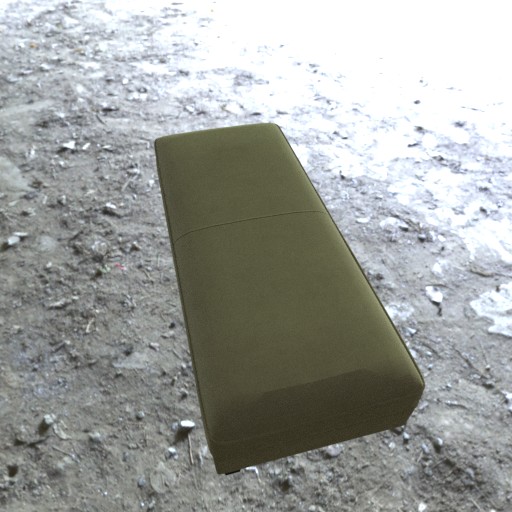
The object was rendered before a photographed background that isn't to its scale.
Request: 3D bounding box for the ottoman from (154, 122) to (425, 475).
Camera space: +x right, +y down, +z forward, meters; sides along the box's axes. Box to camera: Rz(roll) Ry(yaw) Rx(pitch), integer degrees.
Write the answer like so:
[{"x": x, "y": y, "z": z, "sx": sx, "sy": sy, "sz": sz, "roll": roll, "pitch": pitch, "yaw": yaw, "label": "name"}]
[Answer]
[{"x": 0.000, "y": 0.000, "z": 2.006, "sx": 0.735, "sy": 0.460, "sz": 1.726, "roll": -10, "pitch": 46, "yaw": -10, "label": "ottoman"}]
